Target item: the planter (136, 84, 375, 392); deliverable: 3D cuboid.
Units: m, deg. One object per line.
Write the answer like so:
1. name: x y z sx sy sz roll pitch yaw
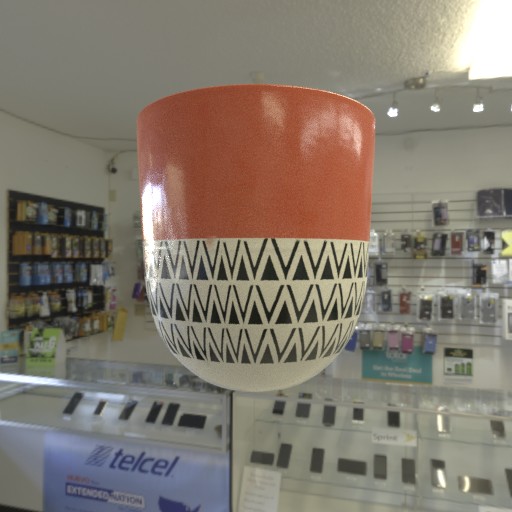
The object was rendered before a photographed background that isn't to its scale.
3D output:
1. planter: 0.000 0.000 0.373 0.195 0.214 0.195 0 0 0
